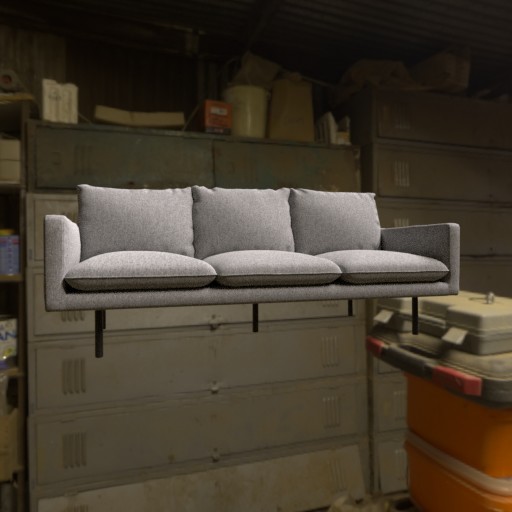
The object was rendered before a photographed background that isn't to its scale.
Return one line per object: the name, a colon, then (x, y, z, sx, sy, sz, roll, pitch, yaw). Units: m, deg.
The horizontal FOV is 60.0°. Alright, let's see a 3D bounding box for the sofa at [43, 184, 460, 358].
sofa: (0.000, 0.000, 2.399, 2.000, 0.830, 0.850, 0, 1, -18)
